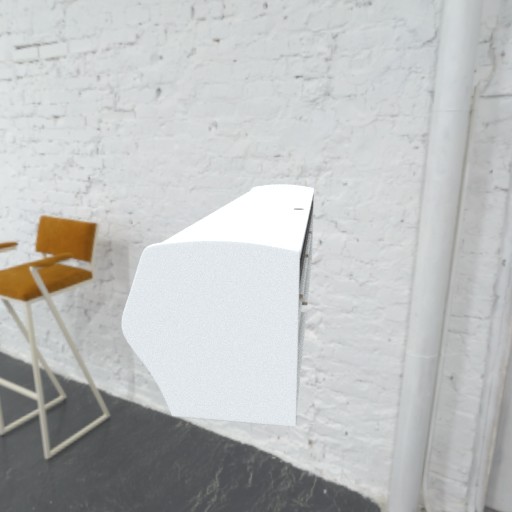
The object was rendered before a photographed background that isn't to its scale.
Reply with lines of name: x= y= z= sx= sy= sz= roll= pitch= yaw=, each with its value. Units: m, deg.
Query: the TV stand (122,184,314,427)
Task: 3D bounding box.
TV stand: x=0.000 y=0.000 z=1.680 sx=0.397 sy=0.424 sz=1.473 roll=2 pitch=14 yaw=8
